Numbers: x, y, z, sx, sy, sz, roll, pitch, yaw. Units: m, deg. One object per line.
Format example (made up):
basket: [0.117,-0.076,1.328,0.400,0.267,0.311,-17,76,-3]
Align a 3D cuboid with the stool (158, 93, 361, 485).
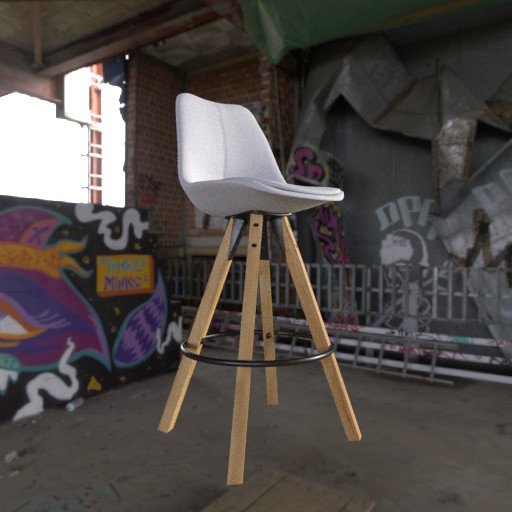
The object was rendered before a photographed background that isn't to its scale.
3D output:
stool: [0.000,0.000,1.381,0.484,1.115,0.550,0,1,-36]
